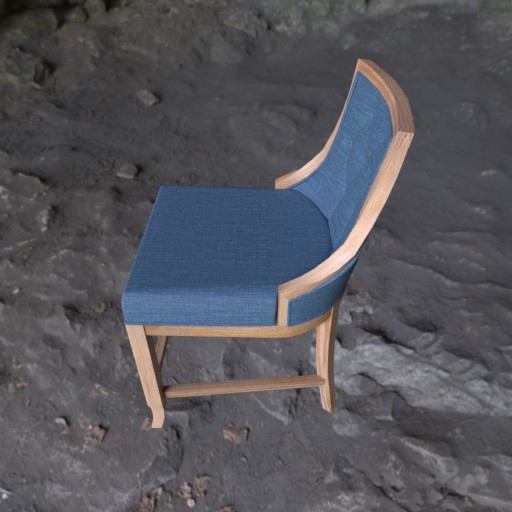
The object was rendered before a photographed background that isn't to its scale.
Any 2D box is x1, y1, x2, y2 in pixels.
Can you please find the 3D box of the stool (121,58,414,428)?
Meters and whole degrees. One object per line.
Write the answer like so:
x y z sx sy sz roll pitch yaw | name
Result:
0.000 0.000 1.247 0.626 0.938 0.524 1 40 1 | stool
